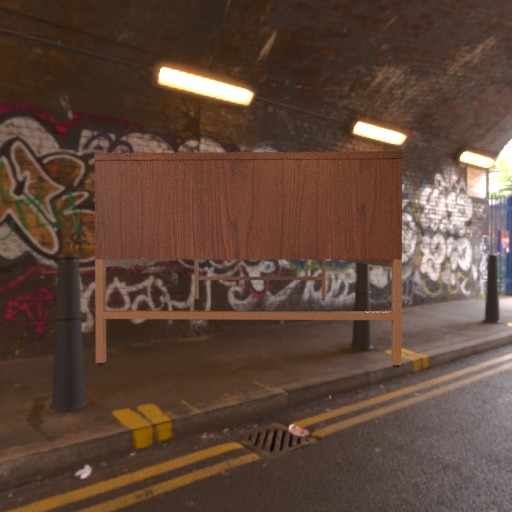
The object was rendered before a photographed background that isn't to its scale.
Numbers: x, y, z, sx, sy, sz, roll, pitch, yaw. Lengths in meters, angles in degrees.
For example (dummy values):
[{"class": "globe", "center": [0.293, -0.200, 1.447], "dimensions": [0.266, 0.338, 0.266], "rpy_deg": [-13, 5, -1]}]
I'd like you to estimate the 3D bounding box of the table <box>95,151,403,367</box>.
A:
[{"class": "table", "center": [0.000, 0.000, 1.915], "dimensions": [0.789, 0.551, 1.553], "rpy_deg": [0, 1, 2]}]
